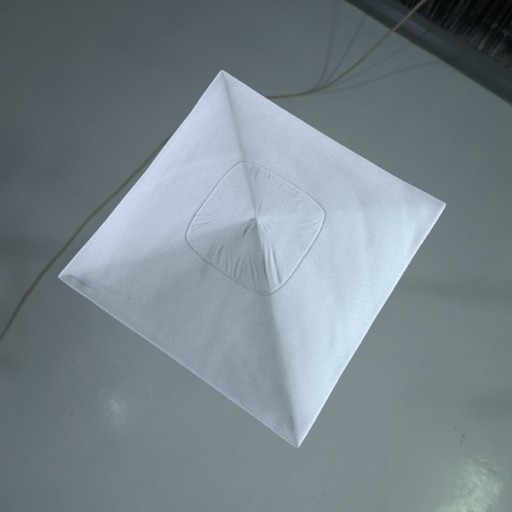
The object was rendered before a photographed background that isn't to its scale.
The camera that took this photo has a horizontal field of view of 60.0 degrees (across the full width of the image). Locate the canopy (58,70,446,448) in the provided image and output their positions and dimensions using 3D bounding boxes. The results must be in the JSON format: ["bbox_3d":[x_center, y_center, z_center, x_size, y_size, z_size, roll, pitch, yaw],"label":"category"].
[{"bbox_3d":[0.000,0.000,5.421,2.998,2.997,2.996,33,79,7],"label":"canopy"}]
